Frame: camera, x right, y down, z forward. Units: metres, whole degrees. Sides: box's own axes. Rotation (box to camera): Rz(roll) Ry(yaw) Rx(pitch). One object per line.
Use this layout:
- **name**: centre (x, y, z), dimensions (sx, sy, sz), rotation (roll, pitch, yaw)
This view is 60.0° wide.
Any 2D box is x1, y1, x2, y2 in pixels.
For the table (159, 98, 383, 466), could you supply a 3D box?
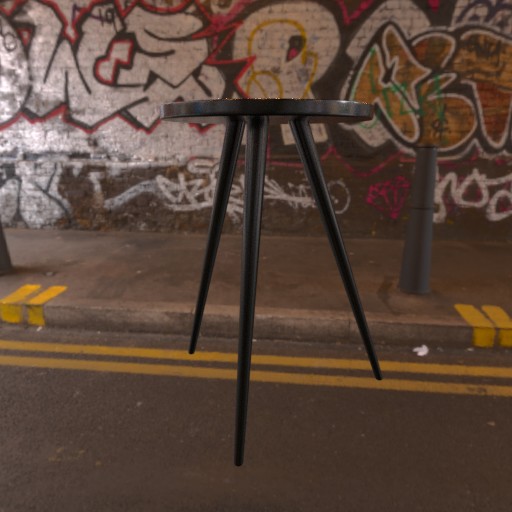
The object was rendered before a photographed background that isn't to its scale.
- **table**: centre (0.000, 0.000, 0.865), dimensions (0.403, 0.548, 0.415), rotation (-14, 20, -43)
